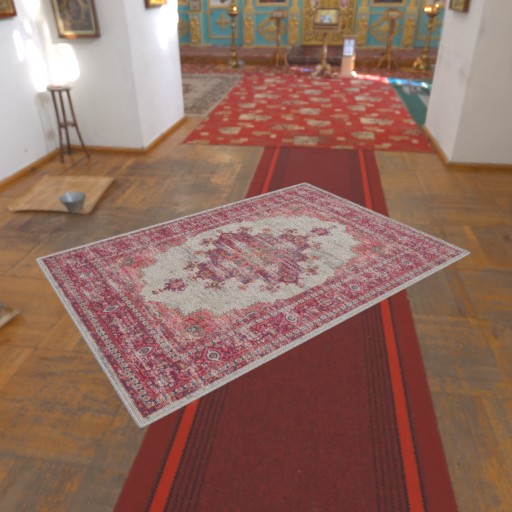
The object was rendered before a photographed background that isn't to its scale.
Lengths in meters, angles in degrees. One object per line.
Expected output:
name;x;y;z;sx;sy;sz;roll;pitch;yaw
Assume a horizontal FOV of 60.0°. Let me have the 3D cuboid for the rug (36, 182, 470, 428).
rug;0.000;0.000;2.766;2.232;0.011;1.555;-20;36;-31
